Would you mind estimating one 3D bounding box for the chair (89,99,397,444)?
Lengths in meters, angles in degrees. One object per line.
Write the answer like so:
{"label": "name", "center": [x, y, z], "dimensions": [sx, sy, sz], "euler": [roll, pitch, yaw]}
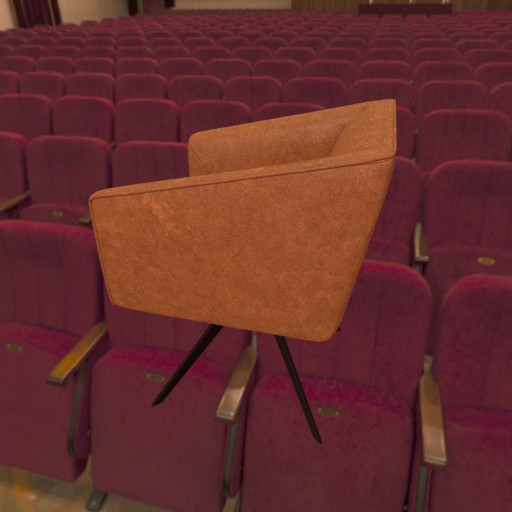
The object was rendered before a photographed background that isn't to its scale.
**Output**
{"label": "chair", "center": [0.000, 0.000, 1.204], "dimensions": [0.625, 0.760, 0.588], "euler": [7, 29, 13]}
